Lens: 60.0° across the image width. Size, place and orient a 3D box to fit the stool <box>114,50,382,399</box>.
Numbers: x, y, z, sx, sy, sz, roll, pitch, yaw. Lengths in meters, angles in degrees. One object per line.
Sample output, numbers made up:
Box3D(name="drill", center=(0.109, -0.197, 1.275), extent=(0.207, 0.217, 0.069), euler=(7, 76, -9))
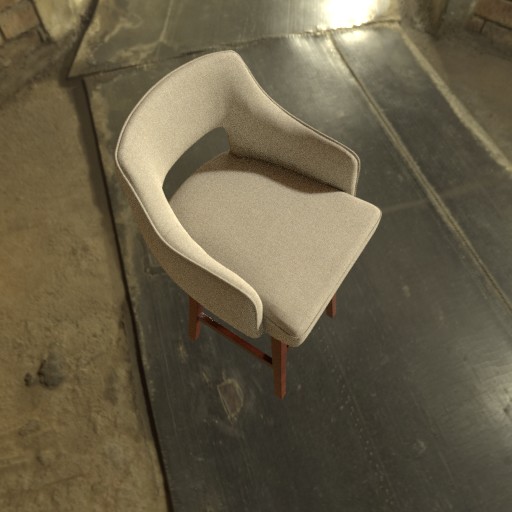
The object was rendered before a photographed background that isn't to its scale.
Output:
Box3D(name="stool", center=(0.000, 0.000, 1.373), extent=(0.560, 1.041, 0.550), euler=(30, 64, 17))
